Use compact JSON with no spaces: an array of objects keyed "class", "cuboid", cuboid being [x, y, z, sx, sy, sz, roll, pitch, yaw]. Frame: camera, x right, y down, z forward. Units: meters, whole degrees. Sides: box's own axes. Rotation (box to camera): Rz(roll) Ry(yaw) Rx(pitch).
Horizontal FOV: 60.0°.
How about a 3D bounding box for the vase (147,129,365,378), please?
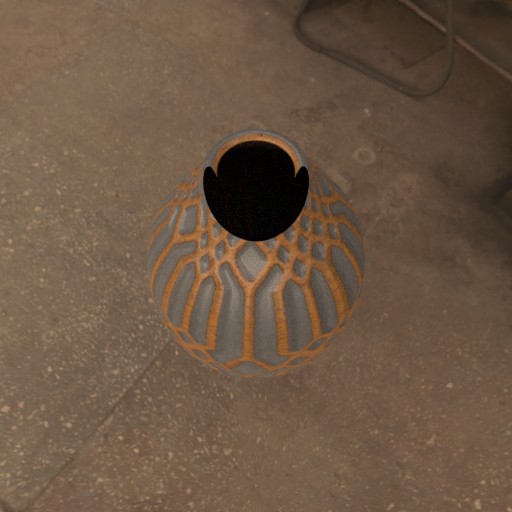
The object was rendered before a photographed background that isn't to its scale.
[{"class":"vase","cuboid":[0.000,0.000,0.139,0.069,0.088,0.069,0,63,0]}]
